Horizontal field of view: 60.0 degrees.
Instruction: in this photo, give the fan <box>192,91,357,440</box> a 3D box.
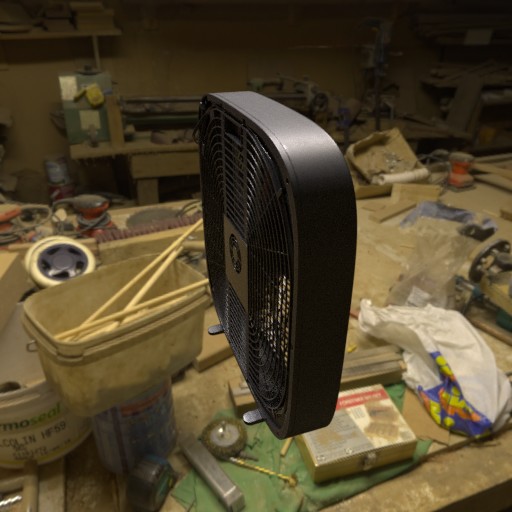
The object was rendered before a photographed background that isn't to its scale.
[{"bbox_3d":[0.000,0.000,0.811,0.142,0.533,0.526,-10,31,-17],"label":"fan"}]
